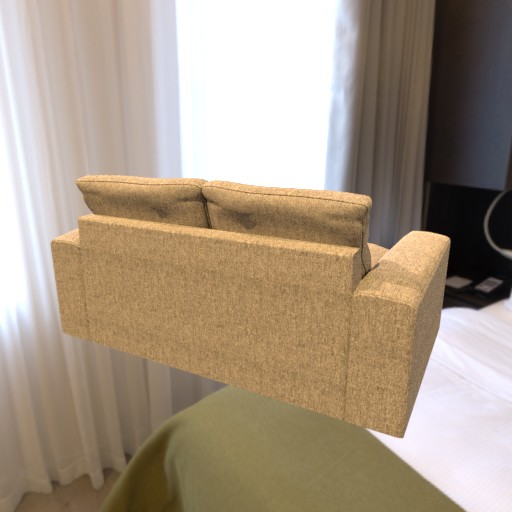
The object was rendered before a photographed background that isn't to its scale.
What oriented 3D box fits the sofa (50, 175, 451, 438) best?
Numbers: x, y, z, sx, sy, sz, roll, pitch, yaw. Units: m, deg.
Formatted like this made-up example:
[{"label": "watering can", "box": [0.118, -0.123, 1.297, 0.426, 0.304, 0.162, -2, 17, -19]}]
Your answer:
[{"label": "sofa", "box": [0.000, 0.000, 2.297, 1.758, 0.877, 1.094, 9, 19, 27]}]
